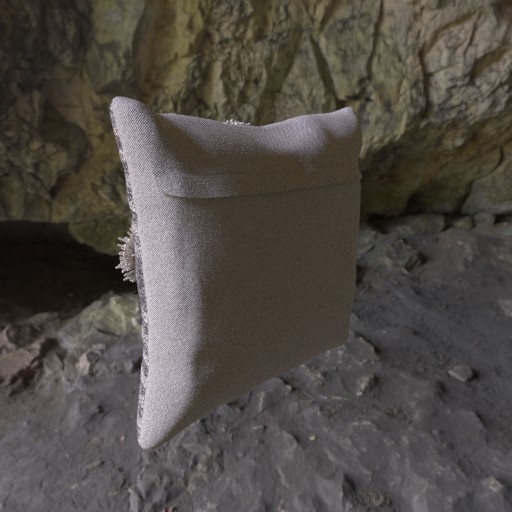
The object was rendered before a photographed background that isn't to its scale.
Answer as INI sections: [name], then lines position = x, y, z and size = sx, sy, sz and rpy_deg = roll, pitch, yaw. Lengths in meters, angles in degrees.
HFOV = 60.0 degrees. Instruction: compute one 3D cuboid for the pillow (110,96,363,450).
[pillow]
position = 0.000, 0.000, 0.747
size = 0.484, 0.490, 0.234
rpy_deg = -15, 21, -42
